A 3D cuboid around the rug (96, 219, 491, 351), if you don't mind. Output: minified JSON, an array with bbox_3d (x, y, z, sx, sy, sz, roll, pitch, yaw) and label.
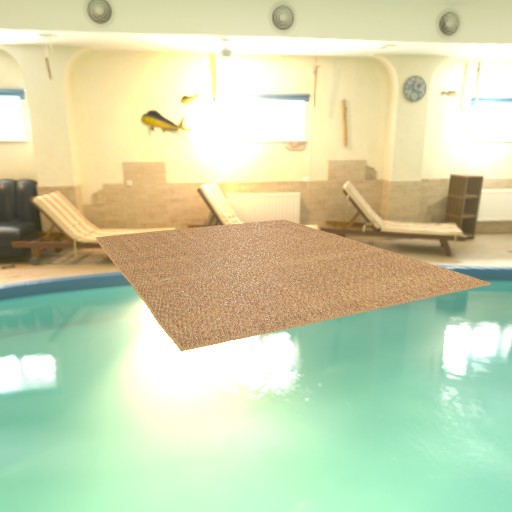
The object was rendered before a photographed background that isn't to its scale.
[{"bbox_3d":[0.000,0.000,4.095,2.439,0.013,3.048,-7,17,-26],"label":"rug"}]
